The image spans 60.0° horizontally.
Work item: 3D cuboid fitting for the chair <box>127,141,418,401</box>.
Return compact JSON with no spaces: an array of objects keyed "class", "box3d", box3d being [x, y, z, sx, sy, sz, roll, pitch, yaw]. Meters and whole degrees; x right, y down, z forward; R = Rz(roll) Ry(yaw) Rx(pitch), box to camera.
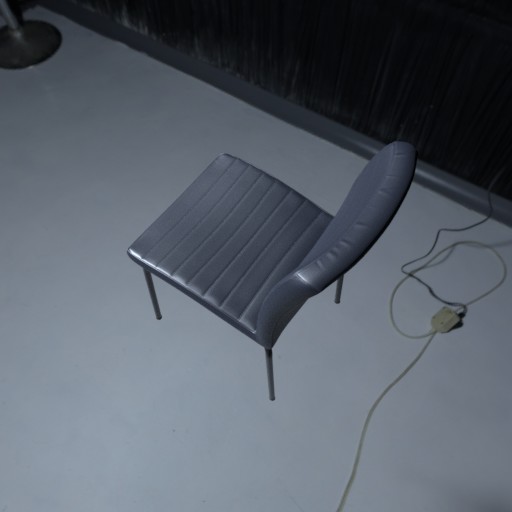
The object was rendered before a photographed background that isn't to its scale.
[{"class":"chair","box3d":[0.000,0.000,1.219,0.572,0.872,0.450,32,66,16]}]
